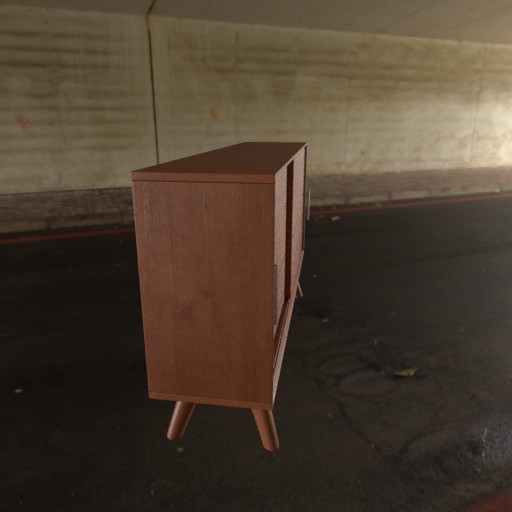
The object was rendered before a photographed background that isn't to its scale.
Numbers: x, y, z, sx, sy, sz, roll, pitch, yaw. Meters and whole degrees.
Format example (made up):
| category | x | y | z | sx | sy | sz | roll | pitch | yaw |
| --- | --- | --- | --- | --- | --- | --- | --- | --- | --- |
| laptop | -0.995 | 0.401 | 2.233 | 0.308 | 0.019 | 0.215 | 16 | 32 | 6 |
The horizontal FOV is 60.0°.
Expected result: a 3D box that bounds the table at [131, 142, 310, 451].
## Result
| category | x | y | z | sx | sy | sz | roll | pitch | yaw |
| --- | --- | --- | --- | --- | --- | --- | --- | --- | --- |
| table | 0.000 | 0.000 | 1.510 | 0.308 | 0.698 | 1.220 | 3 | 17 | 9 |
